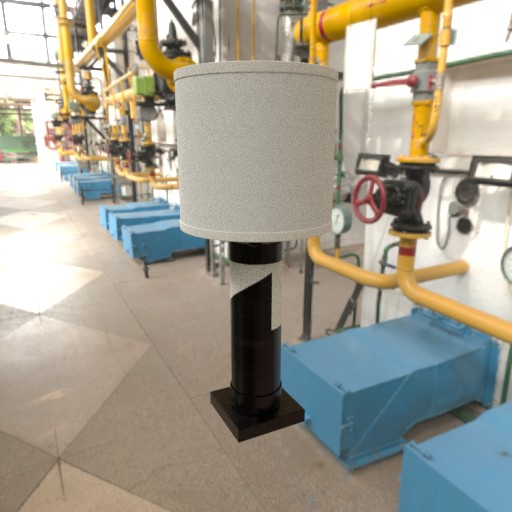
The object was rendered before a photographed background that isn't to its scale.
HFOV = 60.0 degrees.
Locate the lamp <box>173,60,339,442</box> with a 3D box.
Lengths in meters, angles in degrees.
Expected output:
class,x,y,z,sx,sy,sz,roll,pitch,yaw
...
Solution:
class,x,y,z,sx,sy,sz,roll,pitch,yaw
lamp,0.000,0.000,0.635,0.211,0.509,0.211,-7,17,-26
